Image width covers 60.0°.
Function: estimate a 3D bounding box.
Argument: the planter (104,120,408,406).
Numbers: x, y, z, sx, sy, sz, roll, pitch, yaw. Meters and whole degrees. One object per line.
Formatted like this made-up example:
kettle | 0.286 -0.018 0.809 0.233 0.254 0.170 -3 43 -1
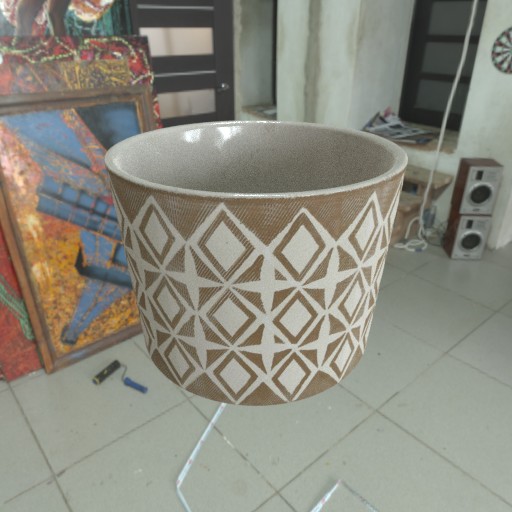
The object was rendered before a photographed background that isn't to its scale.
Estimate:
planter | 0.000 0.000 0.446 0.260 0.220 0.260 0 27 0
